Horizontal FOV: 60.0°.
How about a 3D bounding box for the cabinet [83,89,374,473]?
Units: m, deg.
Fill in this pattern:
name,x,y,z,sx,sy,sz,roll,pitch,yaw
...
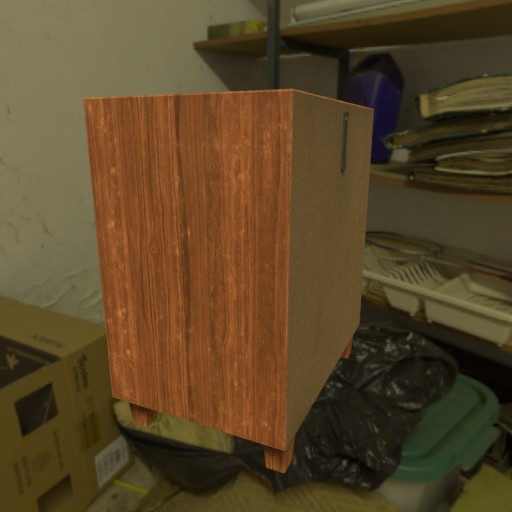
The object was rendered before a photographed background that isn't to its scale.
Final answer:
name,x,y,z,sx,sy,sz,roll,pitch,yaw
cabinet,0.000,0.000,1.072,0.410,0.695,0.607,7,17,24
